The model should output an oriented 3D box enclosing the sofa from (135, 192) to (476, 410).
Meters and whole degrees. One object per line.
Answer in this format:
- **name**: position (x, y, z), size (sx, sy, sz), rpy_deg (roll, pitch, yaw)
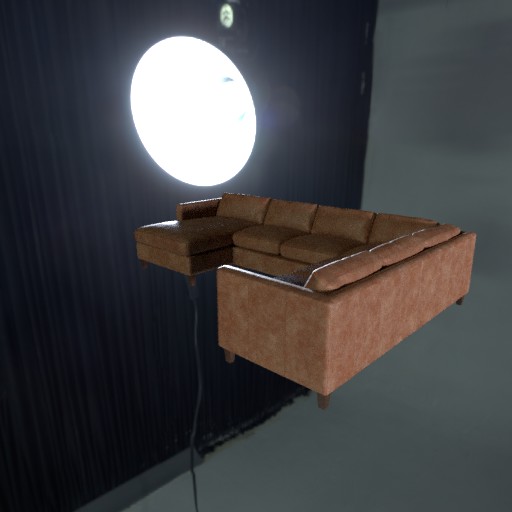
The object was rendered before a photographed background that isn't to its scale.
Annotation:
- **sofa**: position (0.000, 0.000, 4.492), size (3.401, 0.832, 2.430), rpy_deg (14, 21, 41)
